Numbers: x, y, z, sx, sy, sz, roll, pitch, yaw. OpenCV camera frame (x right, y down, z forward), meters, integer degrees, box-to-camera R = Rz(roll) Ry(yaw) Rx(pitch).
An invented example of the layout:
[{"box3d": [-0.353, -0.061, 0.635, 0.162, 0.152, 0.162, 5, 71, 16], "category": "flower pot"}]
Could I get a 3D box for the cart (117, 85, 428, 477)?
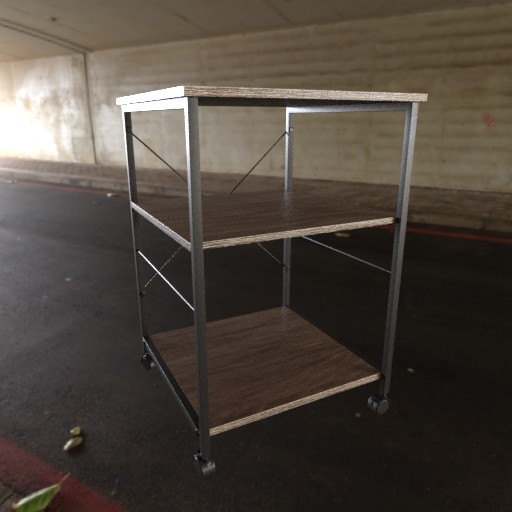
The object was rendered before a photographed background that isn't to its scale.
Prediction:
[{"box3d": [0.000, 0.000, 1.123, 0.521, 0.762, 0.520, -9, 19, -26], "category": "cart"}]
